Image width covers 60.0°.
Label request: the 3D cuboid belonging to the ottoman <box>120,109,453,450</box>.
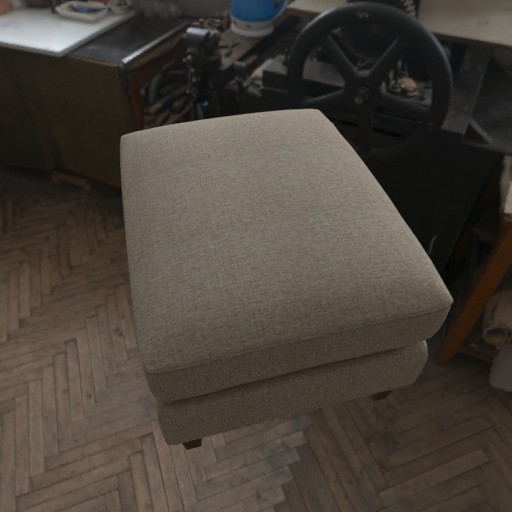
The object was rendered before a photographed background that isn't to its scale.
[{"bbox_3d":[0.000,0.000,1.126,0.584,0.513,0.741,-11,48,-10],"label":"ottoman"}]
